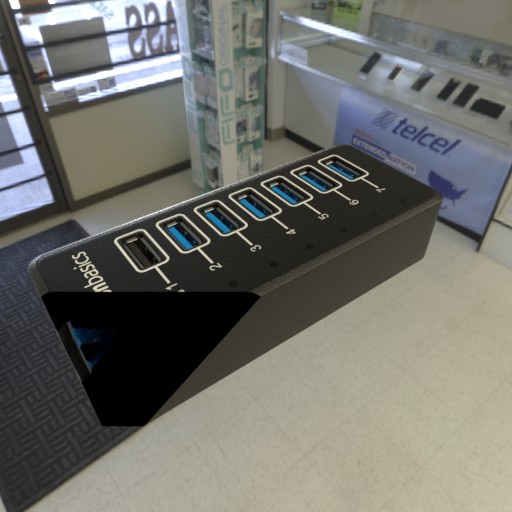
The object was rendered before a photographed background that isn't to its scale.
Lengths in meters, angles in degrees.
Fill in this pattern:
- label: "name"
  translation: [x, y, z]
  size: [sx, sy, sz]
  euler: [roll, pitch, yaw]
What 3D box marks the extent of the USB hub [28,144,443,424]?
- label: "USB hub"
  translation: [0.000, 0.000, 0.127]
  size: [0.110, 0.023, 0.044]
  euler: [-25, 47, -26]
